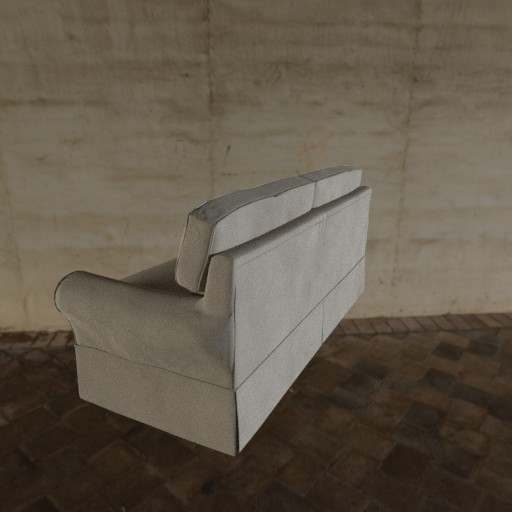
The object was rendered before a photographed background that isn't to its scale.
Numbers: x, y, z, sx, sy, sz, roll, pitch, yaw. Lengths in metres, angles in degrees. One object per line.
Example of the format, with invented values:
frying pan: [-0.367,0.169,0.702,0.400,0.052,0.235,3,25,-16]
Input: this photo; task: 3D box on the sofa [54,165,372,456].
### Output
sofa: [0.000,0.000,2.709,0.900,1.014,2.246,8,18,26]
